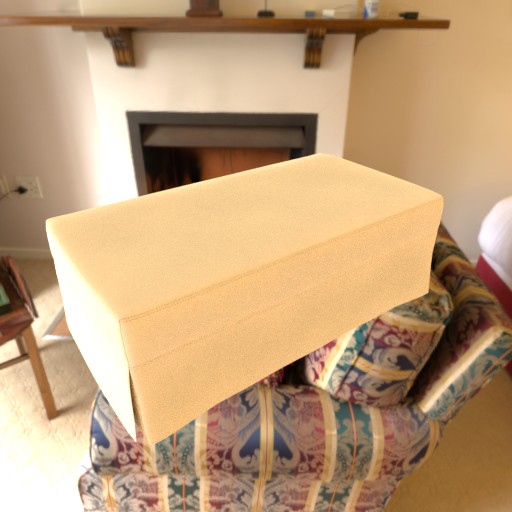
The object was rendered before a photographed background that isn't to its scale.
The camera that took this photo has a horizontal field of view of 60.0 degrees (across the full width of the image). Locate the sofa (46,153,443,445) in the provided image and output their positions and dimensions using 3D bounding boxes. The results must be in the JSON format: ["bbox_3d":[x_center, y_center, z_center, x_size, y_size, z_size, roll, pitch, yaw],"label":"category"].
[{"bbox_3d":[0.000,0.000,2.119,1.677,0.552,0.939,-20,36,-31],"label":"sofa"}]
